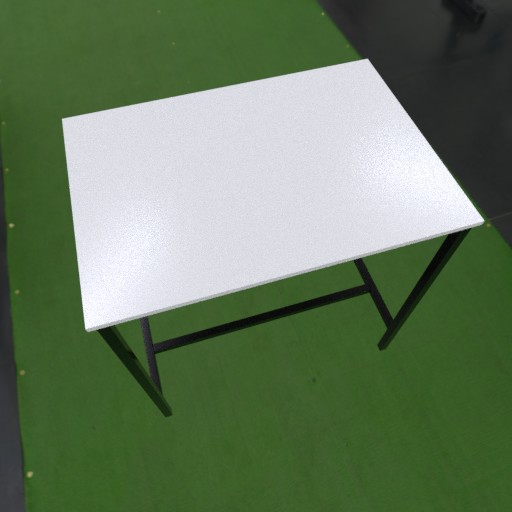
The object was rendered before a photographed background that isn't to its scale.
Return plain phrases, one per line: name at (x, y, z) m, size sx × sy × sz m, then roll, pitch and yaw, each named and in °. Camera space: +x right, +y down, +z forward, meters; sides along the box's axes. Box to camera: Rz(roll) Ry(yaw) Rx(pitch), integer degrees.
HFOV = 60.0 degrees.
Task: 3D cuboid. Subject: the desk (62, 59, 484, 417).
desk at (0.000, 0.000, 1.321) m, size 0.811 × 0.766 × 0.573 m, roll -15°, pitch 59°, yaw -9°
